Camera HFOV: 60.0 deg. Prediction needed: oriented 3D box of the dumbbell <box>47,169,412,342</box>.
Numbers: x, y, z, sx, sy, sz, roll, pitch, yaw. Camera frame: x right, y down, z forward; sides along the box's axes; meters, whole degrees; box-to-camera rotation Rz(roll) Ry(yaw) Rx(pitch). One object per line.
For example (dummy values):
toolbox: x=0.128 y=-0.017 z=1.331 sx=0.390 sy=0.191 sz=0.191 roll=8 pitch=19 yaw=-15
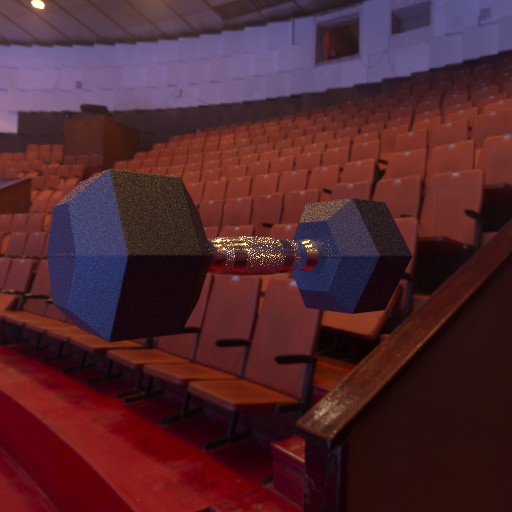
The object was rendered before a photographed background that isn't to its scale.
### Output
dumbbell: x=0.000 y=0.000 z=0.327 sx=0.272 sy=0.092 sz=0.106 roll=0 pitch=0 yaw=-37
